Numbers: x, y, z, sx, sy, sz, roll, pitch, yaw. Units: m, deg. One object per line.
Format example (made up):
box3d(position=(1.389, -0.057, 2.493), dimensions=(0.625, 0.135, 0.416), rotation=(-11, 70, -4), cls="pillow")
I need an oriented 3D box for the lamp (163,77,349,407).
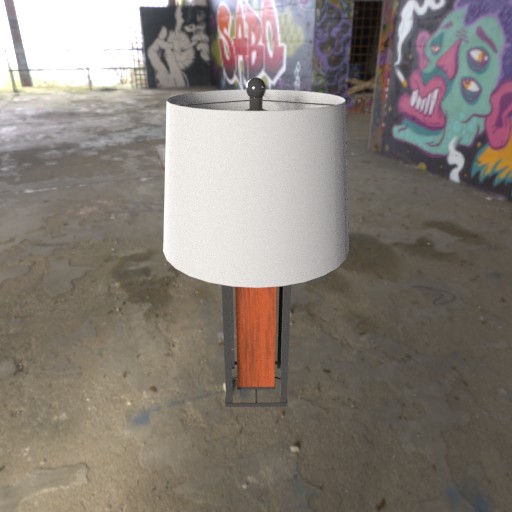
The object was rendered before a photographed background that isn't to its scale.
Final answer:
box3d(position=(0.000, 0.000, 0.789), dimensions=(0.320, 0.591, 0.320), rotation=(0, 26, 0), cls="lamp")
